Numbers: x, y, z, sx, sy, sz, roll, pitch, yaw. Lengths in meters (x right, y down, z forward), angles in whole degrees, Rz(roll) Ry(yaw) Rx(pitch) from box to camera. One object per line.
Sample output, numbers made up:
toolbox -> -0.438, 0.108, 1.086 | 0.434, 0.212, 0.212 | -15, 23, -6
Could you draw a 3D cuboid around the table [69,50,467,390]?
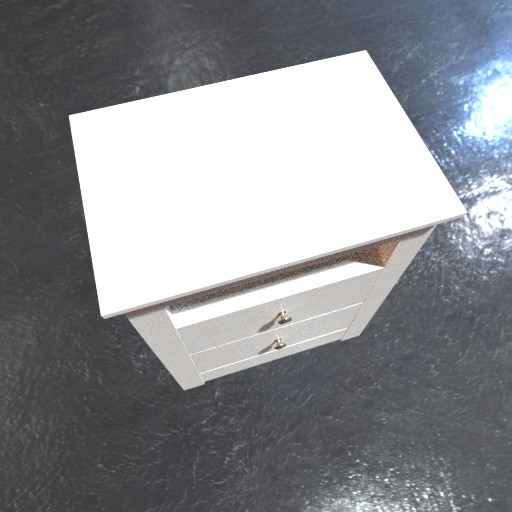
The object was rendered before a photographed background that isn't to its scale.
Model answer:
table -> 0.000, 0.000, 1.078 | 0.589, 0.711, 0.406 | -16, 64, -8
